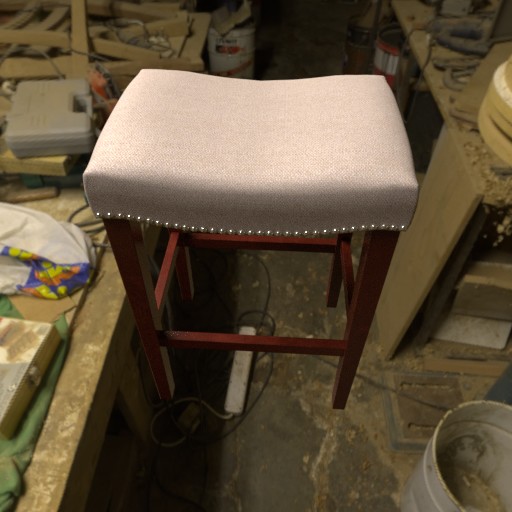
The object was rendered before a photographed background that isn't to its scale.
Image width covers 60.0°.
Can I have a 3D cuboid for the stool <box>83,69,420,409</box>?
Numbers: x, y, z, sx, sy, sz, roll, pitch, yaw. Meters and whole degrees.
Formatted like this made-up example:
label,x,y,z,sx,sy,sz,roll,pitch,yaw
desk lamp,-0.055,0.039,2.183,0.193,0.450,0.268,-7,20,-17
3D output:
label,x,y,z,sx,sy,sz,roll,pitch,yaw
stool,0.000,0.000,1.010,0.504,0.742,0.372,3,46,2
